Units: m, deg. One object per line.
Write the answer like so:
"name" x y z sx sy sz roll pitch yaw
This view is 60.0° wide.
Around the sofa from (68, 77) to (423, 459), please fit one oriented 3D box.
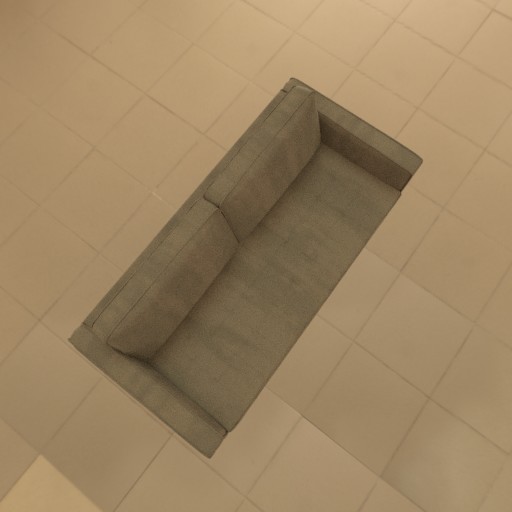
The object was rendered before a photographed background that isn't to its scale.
"sofa" 0.000 0.000 2.486 0.924 0.825 1.920 36 77 9
